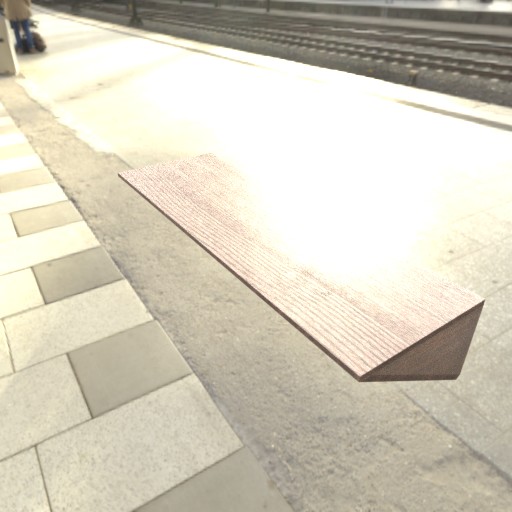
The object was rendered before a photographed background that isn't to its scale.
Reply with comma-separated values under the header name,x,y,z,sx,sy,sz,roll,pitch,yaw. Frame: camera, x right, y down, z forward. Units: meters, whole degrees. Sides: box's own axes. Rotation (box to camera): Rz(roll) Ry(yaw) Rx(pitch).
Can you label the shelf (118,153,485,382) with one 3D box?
name,x,y,z,sx,sy,sz,roll,pitch,yaw
shelf,0.000,0.000,0.692,0.200,0.125,0.610,-20,37,-29
